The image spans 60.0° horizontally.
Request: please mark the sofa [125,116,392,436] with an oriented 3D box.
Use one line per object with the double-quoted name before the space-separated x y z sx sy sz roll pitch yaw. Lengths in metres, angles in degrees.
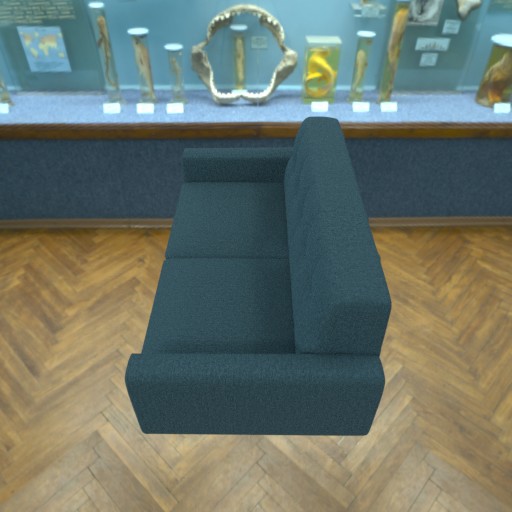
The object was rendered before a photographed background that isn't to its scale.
"sofa" 0.000 0.000 2.248 0.942 0.896 1.651 0 42 0
